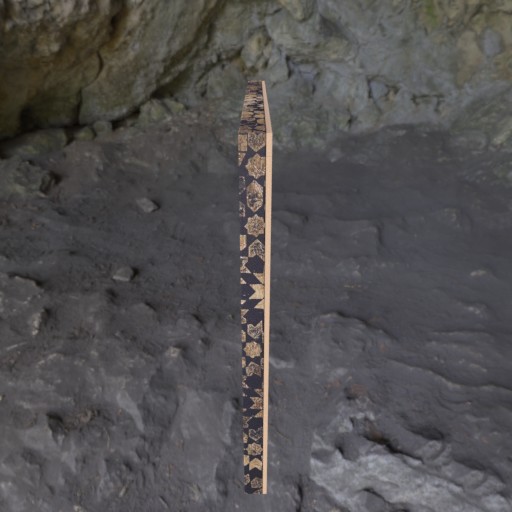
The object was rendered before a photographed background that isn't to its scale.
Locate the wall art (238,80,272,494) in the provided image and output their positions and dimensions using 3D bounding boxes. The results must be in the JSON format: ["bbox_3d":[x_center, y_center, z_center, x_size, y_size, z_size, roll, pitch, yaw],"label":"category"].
[{"bbox_3d":[0.000,0.000,0.899,0.038,0.612,0.612,0,27,0],"label":"wall art"}]
